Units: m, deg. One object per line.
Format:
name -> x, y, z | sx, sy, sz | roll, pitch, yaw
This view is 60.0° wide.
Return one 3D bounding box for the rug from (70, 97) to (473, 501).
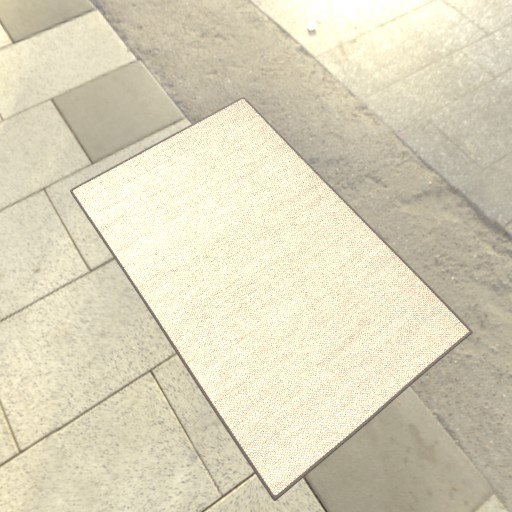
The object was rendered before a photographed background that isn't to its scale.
rug -> 0.000, 0.000, 2.035 | 1.067, 0.013, 1.676 | -33, 69, -15
